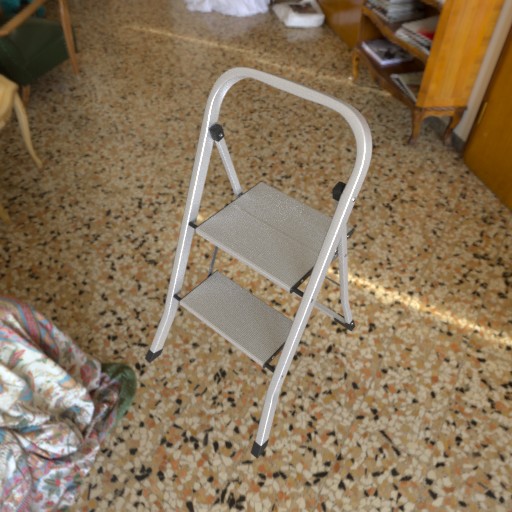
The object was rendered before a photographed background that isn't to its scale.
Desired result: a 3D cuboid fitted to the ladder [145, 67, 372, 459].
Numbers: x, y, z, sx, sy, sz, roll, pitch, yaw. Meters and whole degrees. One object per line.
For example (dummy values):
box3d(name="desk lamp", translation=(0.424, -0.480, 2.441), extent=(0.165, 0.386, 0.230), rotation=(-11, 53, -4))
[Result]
box3d(name="ladder", translation=(0.000, 0.000, 1.124), extent=(0.465, 0.830, 0.530), rotation=(32, 54, 27))
